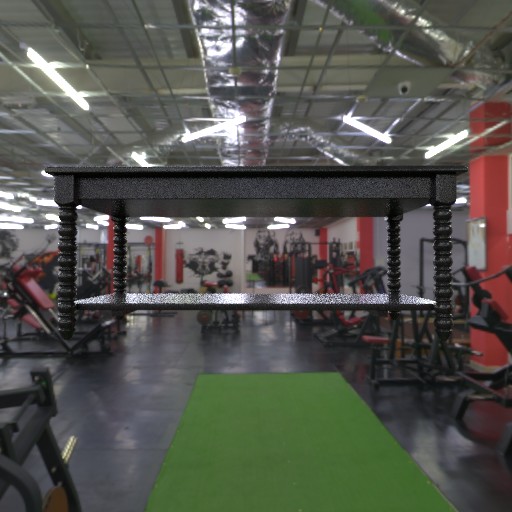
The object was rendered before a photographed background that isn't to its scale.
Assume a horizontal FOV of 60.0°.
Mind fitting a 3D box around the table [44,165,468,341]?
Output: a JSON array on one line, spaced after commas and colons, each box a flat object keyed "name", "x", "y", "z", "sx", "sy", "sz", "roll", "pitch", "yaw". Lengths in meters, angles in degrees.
[{"name": "table", "x": 0.000, "y": 0.000, "z": 1.501, "sx": 1.171, "sy": 0.487, "sz": 0.580, "roll": 0, "pitch": -1, "yaw": 1}]
